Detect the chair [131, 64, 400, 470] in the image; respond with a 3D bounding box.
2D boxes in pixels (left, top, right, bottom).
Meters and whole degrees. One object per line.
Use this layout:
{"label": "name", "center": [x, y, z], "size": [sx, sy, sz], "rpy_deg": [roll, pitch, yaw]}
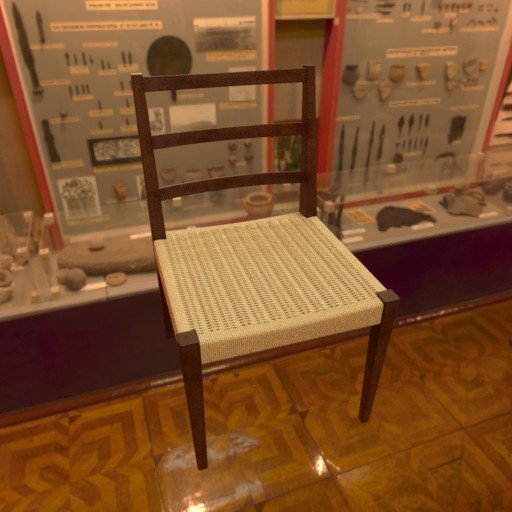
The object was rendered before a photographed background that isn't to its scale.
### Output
{"label": "chair", "center": [0.000, 0.000, 1.120], "size": [0.480, 0.813, 0.551], "rpy_deg": [-10, 33, -15]}
